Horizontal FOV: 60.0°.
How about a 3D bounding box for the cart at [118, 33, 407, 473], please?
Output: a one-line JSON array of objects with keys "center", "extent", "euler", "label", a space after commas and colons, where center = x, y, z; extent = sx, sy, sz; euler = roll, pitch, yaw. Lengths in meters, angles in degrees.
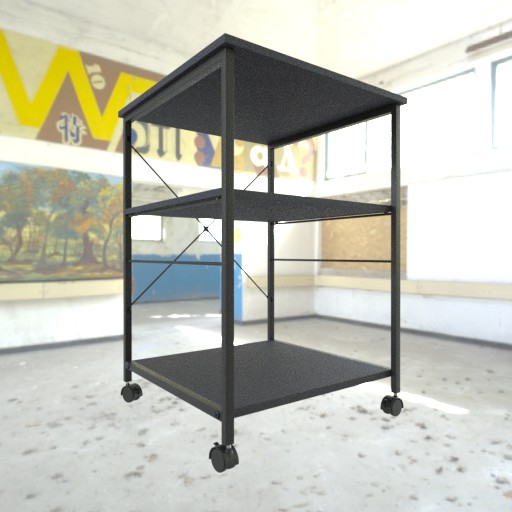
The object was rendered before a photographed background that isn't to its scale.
[{"center": [0.000, 0.000, 1.119], "extent": [0.521, 0.762, 0.520], "euler": [0, 0, -37], "label": "cart"}]
